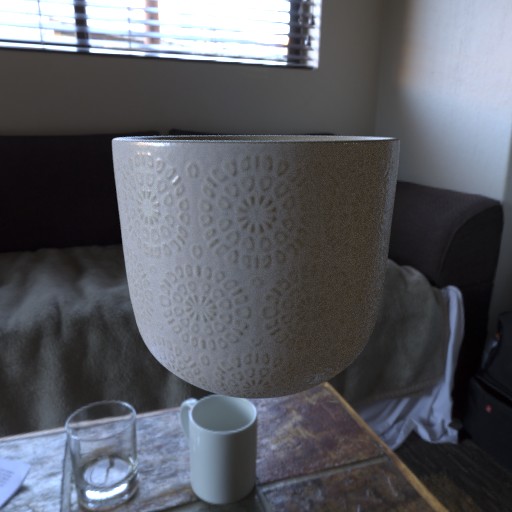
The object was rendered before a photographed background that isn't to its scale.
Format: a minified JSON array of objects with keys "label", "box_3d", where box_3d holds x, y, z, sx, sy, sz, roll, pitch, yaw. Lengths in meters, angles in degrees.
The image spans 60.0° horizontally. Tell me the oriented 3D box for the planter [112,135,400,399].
[{"label":"planter","box_3d":[0.000,0.000,0.294,0.170,0.152,0.170,0,16,0]}]
